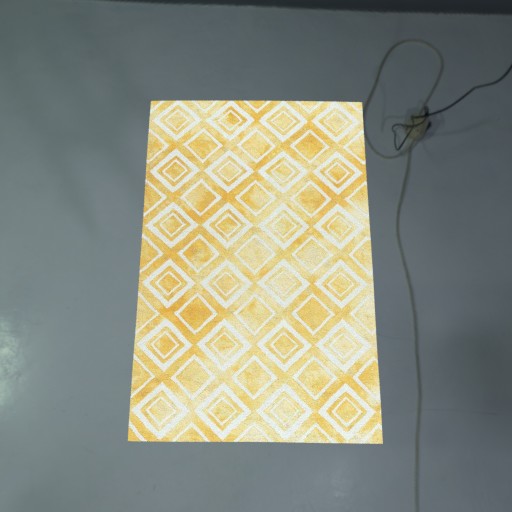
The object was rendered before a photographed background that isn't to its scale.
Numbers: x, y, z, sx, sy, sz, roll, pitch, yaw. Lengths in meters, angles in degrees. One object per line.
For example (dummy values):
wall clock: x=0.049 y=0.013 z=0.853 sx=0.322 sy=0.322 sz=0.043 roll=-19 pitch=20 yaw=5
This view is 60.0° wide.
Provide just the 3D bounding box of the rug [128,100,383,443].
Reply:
rug: x=0.000 y=0.000 z=2.323 sx=1.213 sy=0.010 sz=1.829 roll=0 pitch=76 yaw=0
